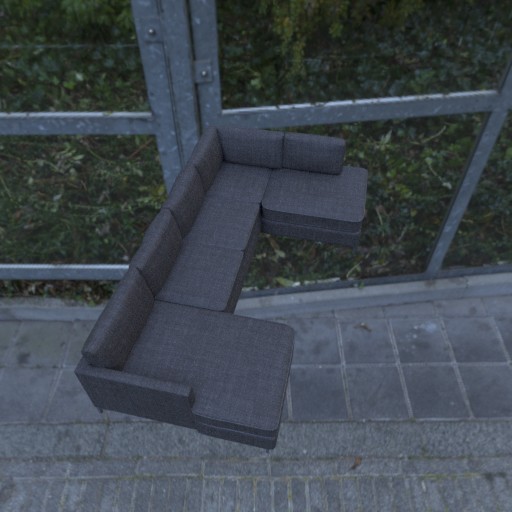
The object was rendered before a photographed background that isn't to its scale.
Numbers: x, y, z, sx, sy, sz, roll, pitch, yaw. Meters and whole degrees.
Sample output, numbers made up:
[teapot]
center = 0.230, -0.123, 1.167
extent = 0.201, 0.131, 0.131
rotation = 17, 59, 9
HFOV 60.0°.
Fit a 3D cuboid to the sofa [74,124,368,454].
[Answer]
[sofa]
center = 0.000, 0.000, 4.446
extent = 2.048, 0.999, 3.423
rotation = 9, 47, 9
